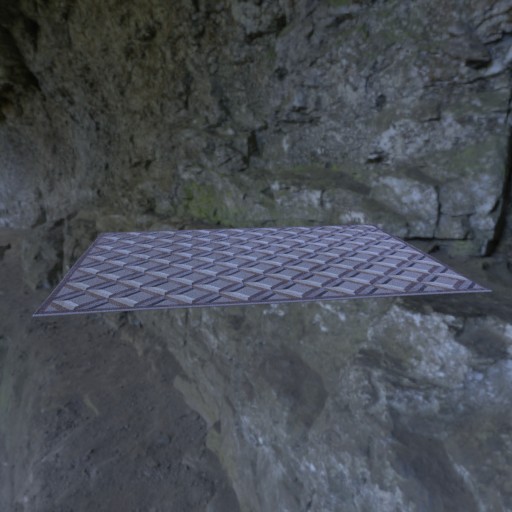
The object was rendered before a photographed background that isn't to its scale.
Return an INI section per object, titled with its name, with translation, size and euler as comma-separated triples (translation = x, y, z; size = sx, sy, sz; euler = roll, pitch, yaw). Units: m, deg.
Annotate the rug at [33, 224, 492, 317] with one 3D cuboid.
[rug]
translation = 0.000, 0.000, 2.906
size = 2.260, 0.013, 1.600
euler = -2, 17, -8
